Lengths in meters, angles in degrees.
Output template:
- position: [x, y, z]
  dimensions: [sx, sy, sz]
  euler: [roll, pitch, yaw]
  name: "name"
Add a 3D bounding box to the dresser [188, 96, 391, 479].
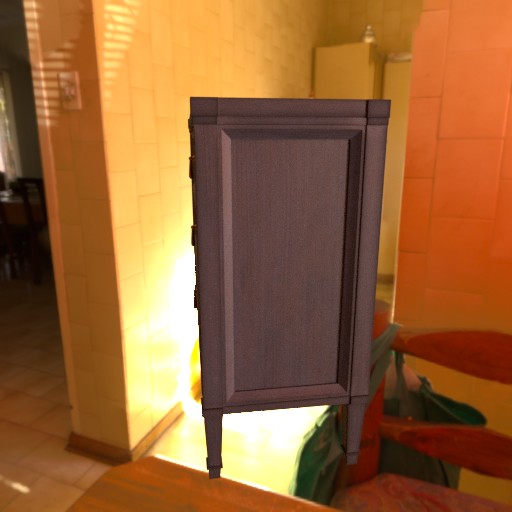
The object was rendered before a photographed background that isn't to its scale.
- position: [0.000, 0.000, 1.600]
  dimensions: [0.463, 0.986, 1.049]
  euler: [-2, 15, -8]
  name: "dresser"
